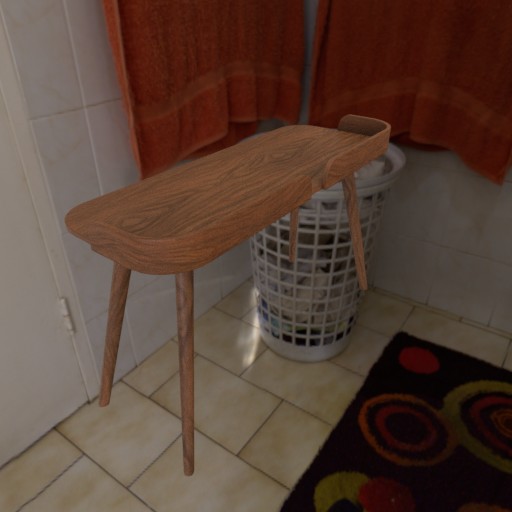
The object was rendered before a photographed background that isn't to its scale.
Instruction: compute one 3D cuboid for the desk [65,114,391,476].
[{"bbox_3d":[0.000,0.000,1.656,0.486,0.800,1.256,22,37,31],"label":"desk"}]
